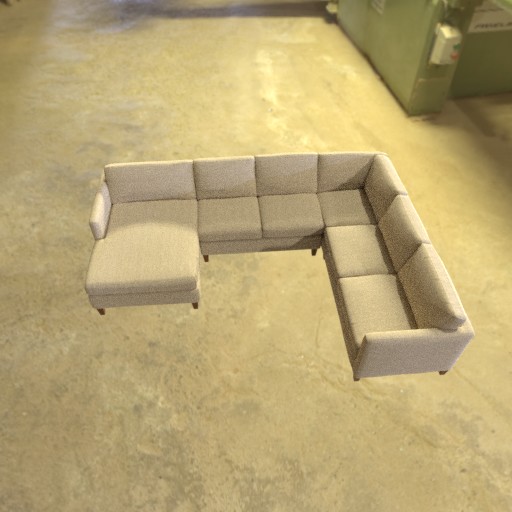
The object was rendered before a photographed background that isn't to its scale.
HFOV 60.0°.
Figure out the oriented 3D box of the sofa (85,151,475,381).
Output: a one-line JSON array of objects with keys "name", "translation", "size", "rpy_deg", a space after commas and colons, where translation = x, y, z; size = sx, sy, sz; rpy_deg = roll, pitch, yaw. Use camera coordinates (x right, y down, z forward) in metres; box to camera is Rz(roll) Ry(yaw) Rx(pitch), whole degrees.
[{"name": "sofa", "translation": [0.000, 0.000, 4.601], "size": [3.460, 0.961, 2.594], "rpy_deg": [-3, 47, -3]}]
